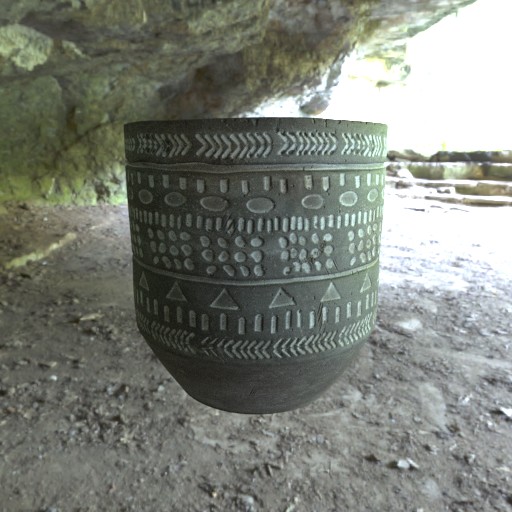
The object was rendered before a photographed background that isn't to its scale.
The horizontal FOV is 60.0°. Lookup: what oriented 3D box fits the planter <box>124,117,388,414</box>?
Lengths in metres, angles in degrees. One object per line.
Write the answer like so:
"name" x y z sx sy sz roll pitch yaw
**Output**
"planter" 0.000 0.000 0.262 0.142 0.149 0.142 0 14 0
